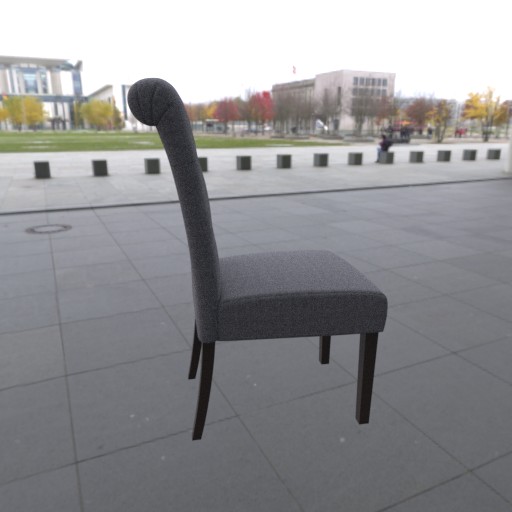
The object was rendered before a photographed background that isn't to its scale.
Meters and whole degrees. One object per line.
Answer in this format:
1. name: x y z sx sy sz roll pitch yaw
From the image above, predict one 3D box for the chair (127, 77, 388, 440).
1. chair: 0.000 0.000 1.374 0.671 1.006 0.456 -3 17 -10
